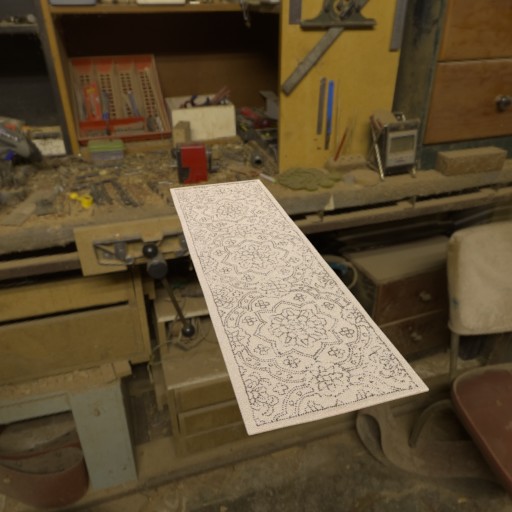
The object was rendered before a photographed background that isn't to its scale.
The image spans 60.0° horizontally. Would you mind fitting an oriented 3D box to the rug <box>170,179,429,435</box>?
[{"bbox_3d":[0.000,0.000,2.716,0.769,0.012,2.448,-8,32,-14],"label":"rug"}]
